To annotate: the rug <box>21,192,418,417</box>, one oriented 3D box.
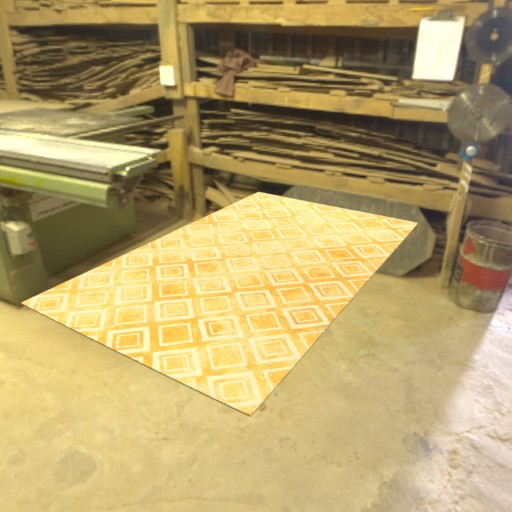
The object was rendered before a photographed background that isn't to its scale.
[{"bbox_3d":[0.000,0.000,2.967,1.511,0.010,2.424,15,29,29],"label":"rug"}]
